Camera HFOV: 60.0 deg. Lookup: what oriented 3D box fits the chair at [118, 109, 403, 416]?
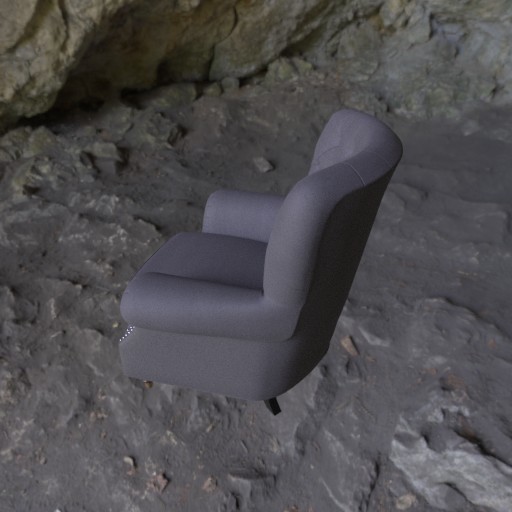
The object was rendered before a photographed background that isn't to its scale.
[{"bbox_3d":[0.000,0.000,1.788,0.983,1.046,0.983,8,32,13],"label":"chair"}]
